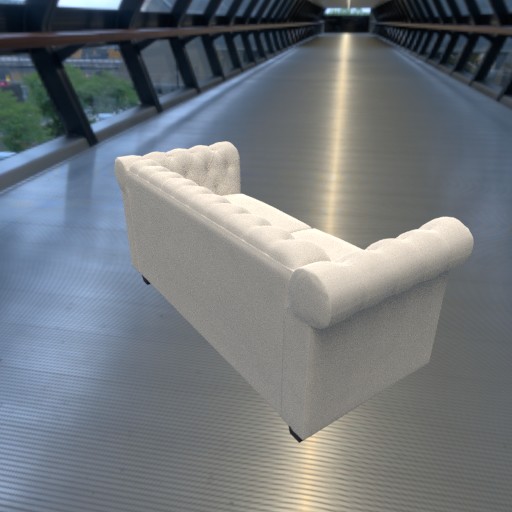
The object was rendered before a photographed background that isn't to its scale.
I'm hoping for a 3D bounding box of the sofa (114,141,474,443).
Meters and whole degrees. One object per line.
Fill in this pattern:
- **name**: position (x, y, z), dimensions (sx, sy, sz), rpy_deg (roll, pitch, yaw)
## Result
- **sofa**: position (0.000, 0.000, 2.254), dimensions (0.771, 0.796, 1.798), rpy_deg (-18, 32, -31)
